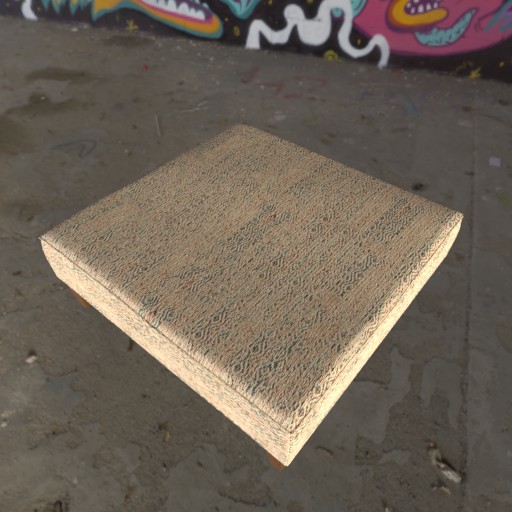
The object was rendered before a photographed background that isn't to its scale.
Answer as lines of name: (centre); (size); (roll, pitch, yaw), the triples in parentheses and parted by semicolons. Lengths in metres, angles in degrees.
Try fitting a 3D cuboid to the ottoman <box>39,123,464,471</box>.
ottoman: (0.000, 0.000, 1.522); (1.004, 0.356, 0.968); (30, 52, 27)
